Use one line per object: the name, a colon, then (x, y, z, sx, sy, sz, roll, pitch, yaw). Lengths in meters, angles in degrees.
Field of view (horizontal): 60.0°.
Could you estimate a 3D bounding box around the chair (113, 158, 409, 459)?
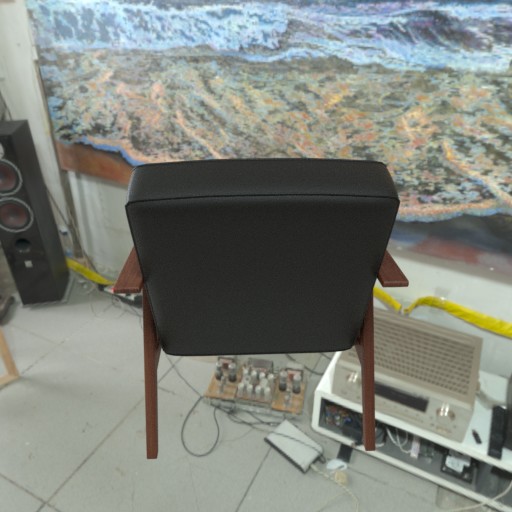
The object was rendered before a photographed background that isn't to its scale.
chair: (0.000, 0.000, 1.488, 0.719, 0.861, 0.889, -1, 31, -2)
